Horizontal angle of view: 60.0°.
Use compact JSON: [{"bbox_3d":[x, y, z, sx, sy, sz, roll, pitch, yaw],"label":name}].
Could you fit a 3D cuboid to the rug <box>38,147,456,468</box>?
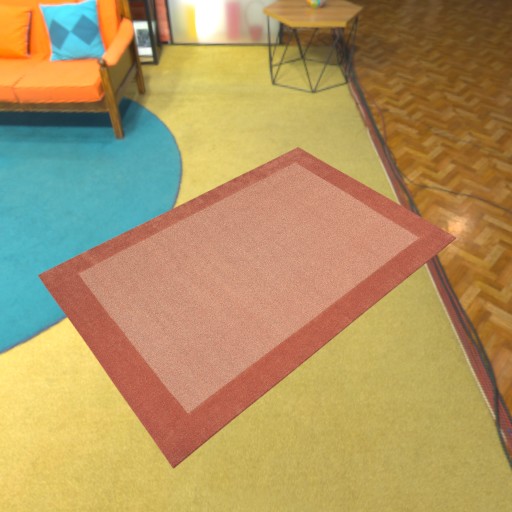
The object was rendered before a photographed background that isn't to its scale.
[{"bbox_3d":[0.000,0.000,2.310,1.829,0.014,1.219,-32,53,-28],"label":"rug"}]
